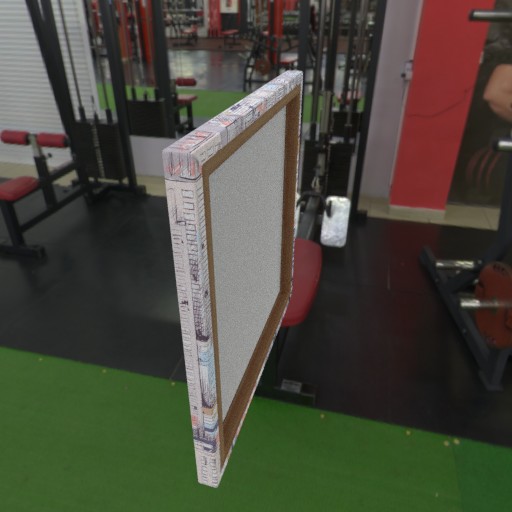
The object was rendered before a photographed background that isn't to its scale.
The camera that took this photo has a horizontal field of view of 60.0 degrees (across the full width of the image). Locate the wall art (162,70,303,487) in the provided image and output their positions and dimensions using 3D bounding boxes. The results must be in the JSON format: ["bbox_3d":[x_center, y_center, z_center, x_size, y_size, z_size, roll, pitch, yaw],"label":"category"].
[{"bbox_3d":[0.000,0.000,1.108,0.048,0.762,0.761,9,32,14],"label":"wall art"}]
